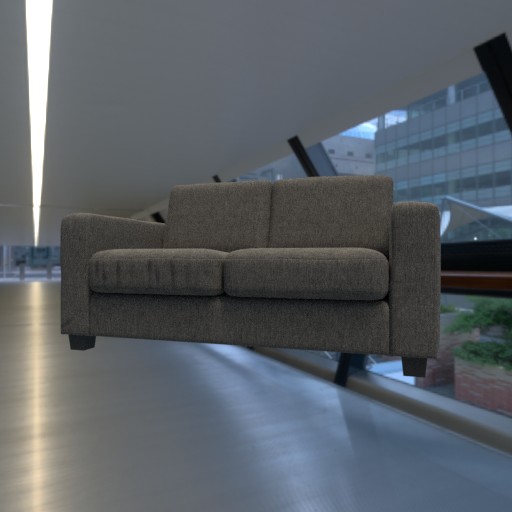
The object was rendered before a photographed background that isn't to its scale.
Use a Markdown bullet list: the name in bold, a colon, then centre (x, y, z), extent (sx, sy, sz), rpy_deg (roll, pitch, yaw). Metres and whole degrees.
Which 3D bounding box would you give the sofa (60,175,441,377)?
- **sofa**: centre (0.000, 0.000, 2.038), extent (1.520, 0.800, 0.900), rpy_deg (0, 0, 18)
